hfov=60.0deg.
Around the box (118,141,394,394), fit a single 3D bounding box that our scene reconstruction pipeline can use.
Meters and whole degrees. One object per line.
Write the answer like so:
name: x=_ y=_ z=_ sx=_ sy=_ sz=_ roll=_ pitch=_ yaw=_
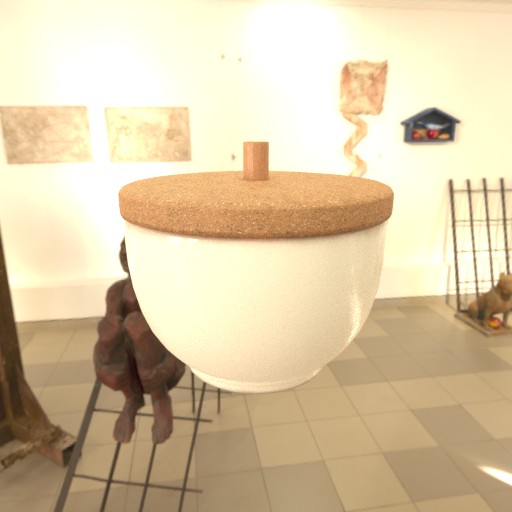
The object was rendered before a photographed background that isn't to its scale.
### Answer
box: x=0.000 y=0.000 z=0.187 sx=0.107 sy=0.094 sz=0.107 roll=0 pitch=16 yaw=0
